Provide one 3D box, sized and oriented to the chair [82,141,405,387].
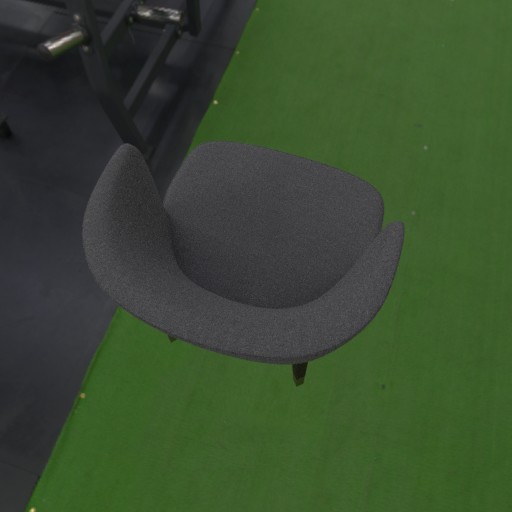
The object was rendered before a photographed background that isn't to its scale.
[{"bbox_3d":[0.000,0.000,1.223,0.639,0.695,0.698,17,66,8],"label":"chair"}]
